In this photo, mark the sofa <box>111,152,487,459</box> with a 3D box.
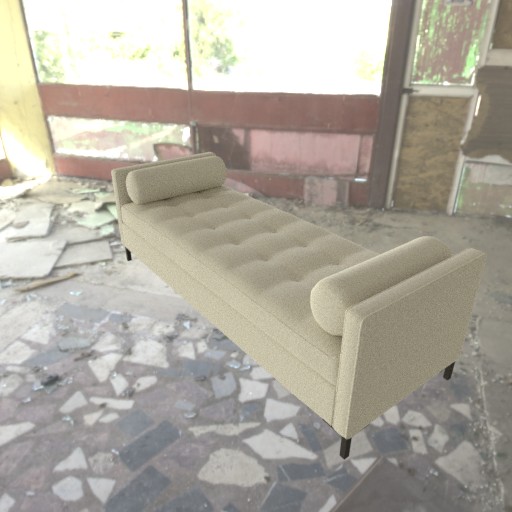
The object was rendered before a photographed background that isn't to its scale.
[{"bbox_3d":[0.000,0.000,2.322,0.746,0.641,1.985,-19,33,-33],"label":"sofa"}]
